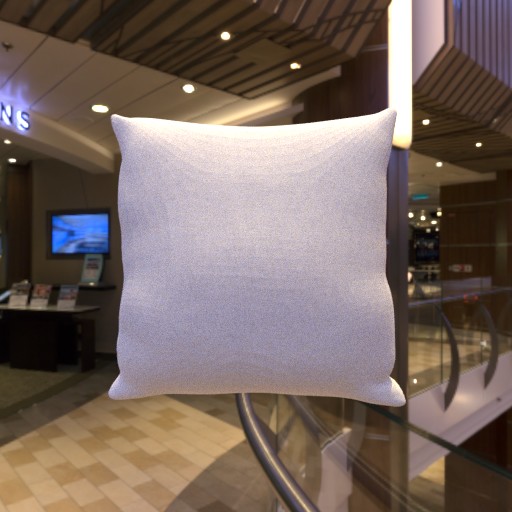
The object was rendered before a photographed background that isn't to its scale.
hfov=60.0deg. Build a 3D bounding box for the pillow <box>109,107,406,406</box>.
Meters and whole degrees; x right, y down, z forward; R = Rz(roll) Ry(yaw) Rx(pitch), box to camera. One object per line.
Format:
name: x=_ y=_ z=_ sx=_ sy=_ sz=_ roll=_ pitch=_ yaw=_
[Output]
pillow: x=0.000 y=0.000 z=0.665 sx=0.440 sy=0.441 sz=0.182 roll=0 pitch=0 yaw=1
